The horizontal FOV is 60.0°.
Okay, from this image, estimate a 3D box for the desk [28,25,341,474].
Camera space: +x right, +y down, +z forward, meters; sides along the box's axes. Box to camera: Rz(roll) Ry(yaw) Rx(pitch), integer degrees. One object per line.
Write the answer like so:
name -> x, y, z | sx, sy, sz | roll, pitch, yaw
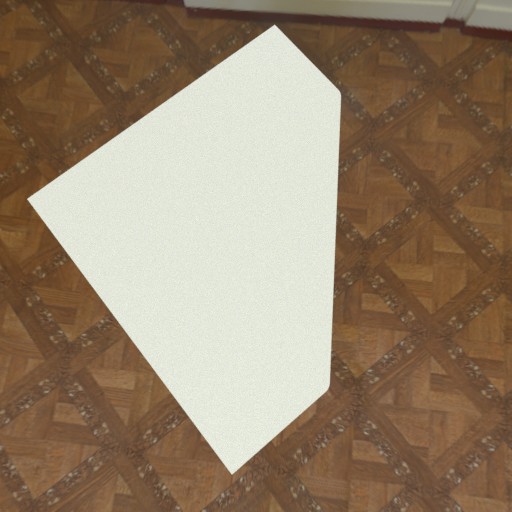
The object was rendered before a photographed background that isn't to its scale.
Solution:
desk -> 0.000, 0.000, 1.651 | 0.926, 0.818, 0.940 | -39, 79, -9
